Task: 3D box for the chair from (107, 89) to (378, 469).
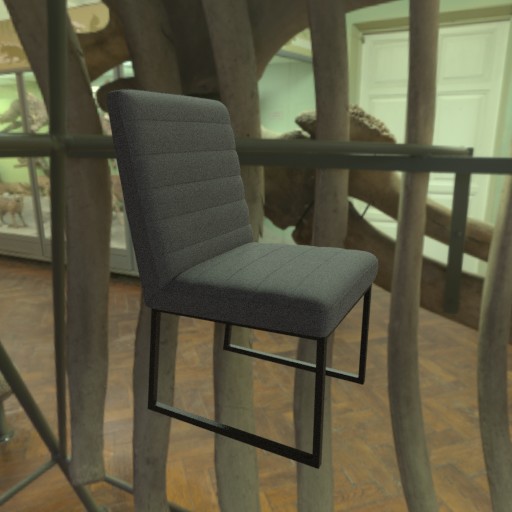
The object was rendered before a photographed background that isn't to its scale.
[{"bbox_3d":[0.000,0.000,1.327,0.634,0.930,0.520,8,17,26],"label":"chair"}]
